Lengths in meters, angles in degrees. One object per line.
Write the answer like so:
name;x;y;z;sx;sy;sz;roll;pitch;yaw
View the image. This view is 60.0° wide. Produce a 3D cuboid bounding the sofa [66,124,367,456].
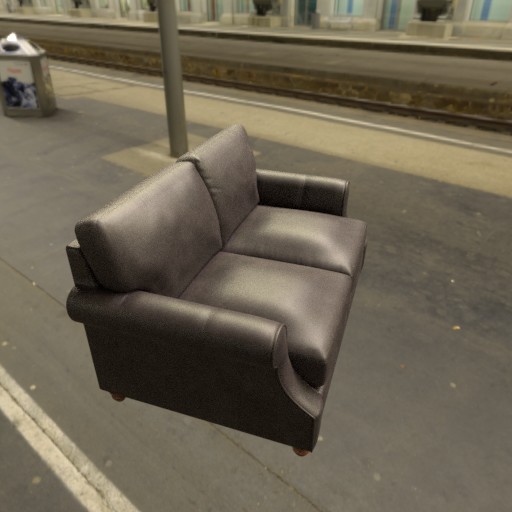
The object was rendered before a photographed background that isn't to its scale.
sofa;0.000;0.000;2.324;1.030;0.979;1.663;10;32;16
